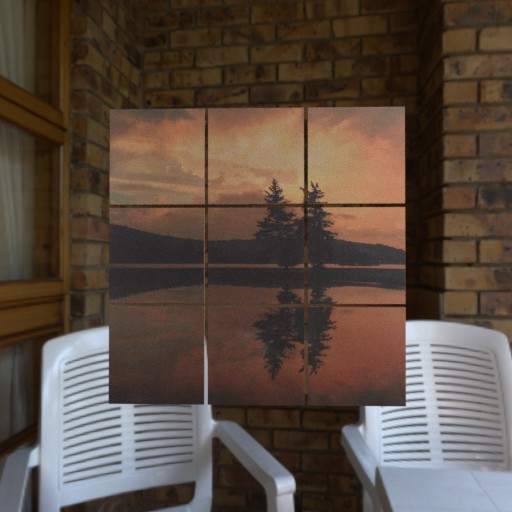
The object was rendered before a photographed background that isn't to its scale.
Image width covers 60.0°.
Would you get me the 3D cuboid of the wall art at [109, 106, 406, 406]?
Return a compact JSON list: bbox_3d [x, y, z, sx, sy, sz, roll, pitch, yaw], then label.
[{"bbox_3d":[0.000,0.000,2.281,1.520,1.525,0.013,0,-1,2],"label":"wall art"}]
